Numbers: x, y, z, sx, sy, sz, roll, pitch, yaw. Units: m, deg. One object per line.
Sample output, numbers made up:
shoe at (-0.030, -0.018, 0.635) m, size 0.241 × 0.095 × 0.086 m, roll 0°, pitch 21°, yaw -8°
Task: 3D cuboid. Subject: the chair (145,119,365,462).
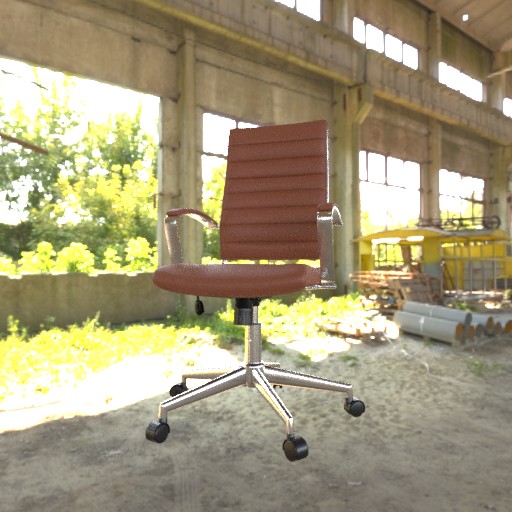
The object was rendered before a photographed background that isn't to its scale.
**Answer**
chair at (0.000, 0.000, 1.625) m, size 0.766 × 1.149 × 0.739 m, roll 0°, pitch -1°, yaw 17°
